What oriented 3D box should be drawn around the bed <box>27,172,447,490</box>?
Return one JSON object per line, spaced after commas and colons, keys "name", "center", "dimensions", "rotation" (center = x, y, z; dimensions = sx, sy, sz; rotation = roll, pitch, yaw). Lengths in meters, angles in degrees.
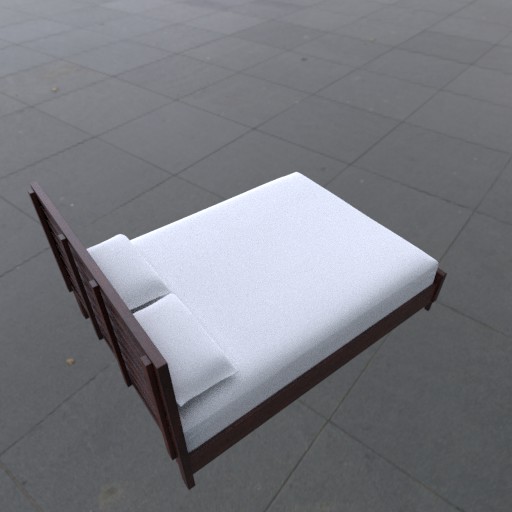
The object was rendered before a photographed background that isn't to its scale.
{"name": "bed", "center": [0.000, 0.000, 3.827], "dimensions": [2.803, 1.492, 2.040], "rotation": [-27, 48, -27]}
